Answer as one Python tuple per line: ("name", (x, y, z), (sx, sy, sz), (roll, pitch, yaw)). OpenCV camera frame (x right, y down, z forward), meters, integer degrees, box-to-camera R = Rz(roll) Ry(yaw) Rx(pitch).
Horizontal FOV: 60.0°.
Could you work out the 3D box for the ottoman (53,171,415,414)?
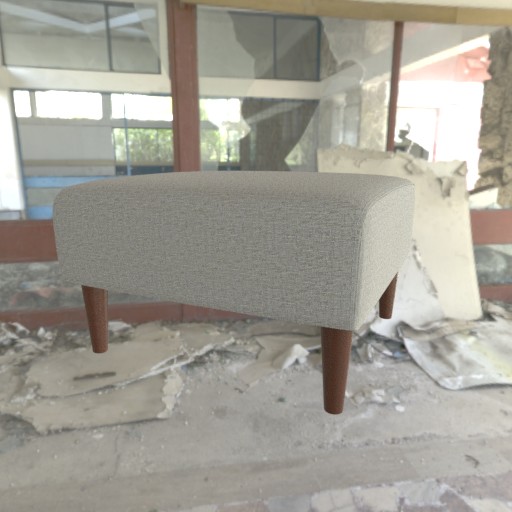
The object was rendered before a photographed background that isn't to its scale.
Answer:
("ottoman", (0.000, 0.000, 1.080), (0.655, 0.399, 0.648), (6, 15, 25))
